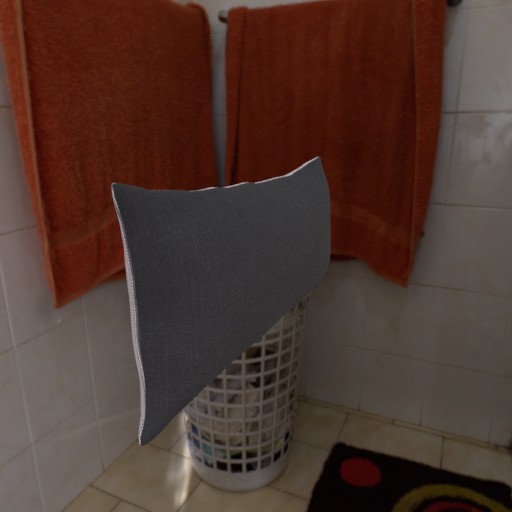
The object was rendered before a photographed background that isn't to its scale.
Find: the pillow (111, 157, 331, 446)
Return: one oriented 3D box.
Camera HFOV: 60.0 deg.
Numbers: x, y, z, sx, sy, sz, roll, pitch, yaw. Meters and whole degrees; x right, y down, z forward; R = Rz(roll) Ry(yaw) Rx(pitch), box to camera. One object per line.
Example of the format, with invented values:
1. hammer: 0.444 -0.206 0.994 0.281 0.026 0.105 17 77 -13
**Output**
1. pillow: 0.000 0.000 0.727 0.151 0.305 0.609 8 18 26
